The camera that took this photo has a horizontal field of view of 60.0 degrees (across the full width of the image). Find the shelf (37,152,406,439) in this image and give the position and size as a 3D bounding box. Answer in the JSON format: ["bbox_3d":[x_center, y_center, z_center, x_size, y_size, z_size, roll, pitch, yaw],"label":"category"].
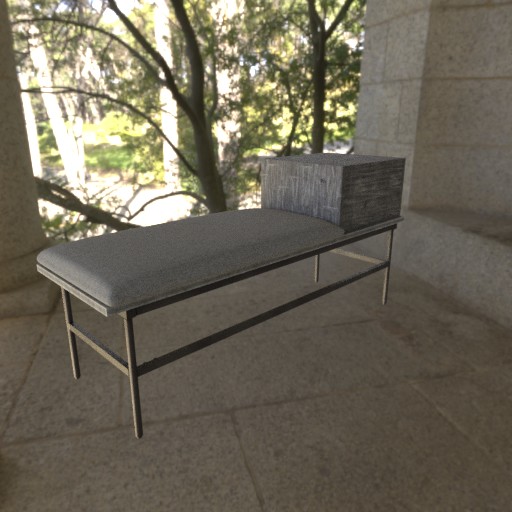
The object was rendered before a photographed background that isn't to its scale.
[{"bbox_3d":[0.000,0.000,1.596,1.342,0.633,0.457,-16,24,-42],"label":"shelf"}]
